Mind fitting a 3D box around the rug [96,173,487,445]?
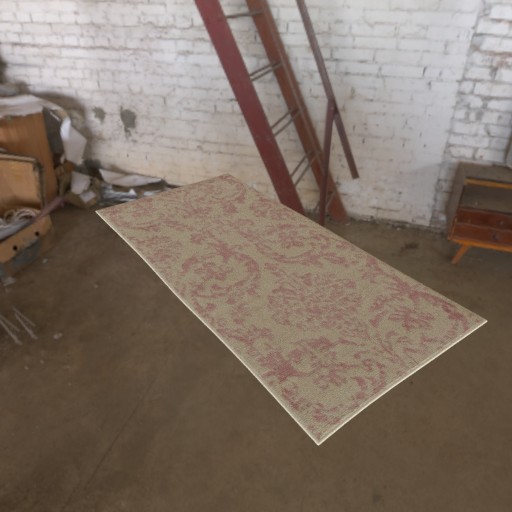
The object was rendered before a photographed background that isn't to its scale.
[{"bbox_3d":[0.000,0.000,1.418,0.604,0.007,1.219,-22,40,-30],"label":"rug"}]
